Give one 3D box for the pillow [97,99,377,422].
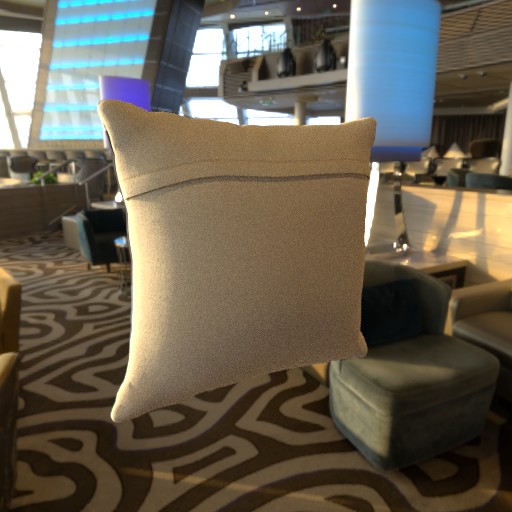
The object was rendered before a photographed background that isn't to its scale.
[{"bbox_3d":[0.000,0.000,0.789,0.536,0.506,0.229,-7,15,-27],"label":"pillow"}]
